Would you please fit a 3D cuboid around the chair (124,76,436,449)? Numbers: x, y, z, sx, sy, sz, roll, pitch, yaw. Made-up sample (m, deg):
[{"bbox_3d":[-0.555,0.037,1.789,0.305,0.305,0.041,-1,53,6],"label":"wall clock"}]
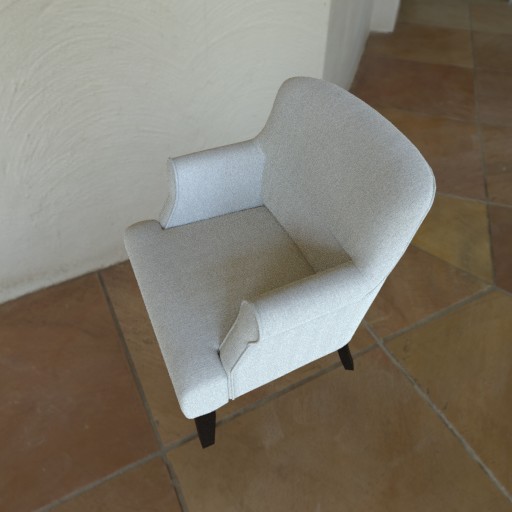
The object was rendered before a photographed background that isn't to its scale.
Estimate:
[{"bbox_3d":[0.000,0.000,1.440,0.750,0.875,0.781,-18,48,-17],"label":"chair"}]
